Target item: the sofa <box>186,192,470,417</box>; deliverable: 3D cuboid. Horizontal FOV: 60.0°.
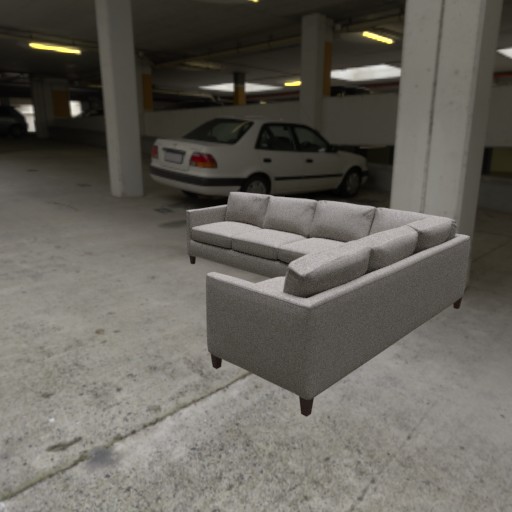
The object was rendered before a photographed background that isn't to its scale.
[{"bbox_3d":[0.000,0.000,4.502,3.302,0.947,2.593,14,20,42],"label":"sofa"}]
